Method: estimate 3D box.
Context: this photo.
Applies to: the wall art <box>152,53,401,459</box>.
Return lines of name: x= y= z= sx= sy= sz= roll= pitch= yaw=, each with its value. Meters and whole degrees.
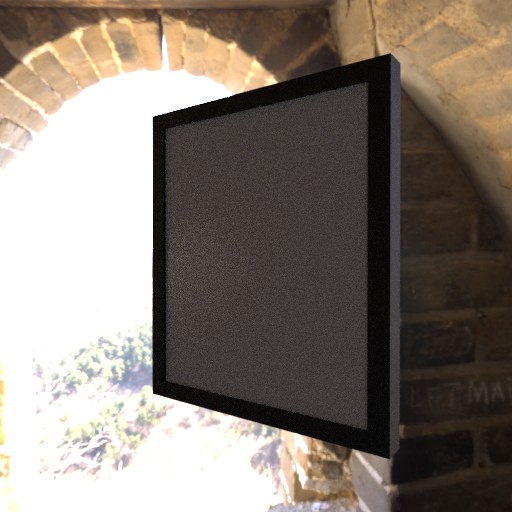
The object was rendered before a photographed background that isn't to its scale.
wall art: x=0.000 y=0.000 z=0.523 sx=0.330 sy=0.381 sz=0.029 roll=0 pitch=1 yaw=36
